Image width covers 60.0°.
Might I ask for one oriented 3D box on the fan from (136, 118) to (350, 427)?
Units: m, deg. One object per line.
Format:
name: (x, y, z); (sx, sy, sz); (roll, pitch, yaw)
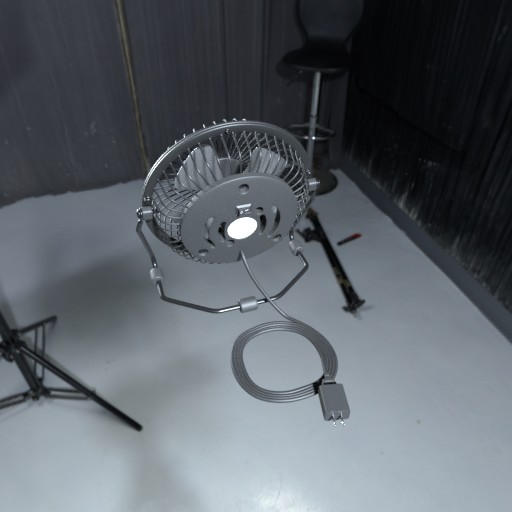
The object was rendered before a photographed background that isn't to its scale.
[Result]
fan: (0.000, 0.000, 0.309); (0.153, 0.152, 0.202); (-12, 41, -14)
